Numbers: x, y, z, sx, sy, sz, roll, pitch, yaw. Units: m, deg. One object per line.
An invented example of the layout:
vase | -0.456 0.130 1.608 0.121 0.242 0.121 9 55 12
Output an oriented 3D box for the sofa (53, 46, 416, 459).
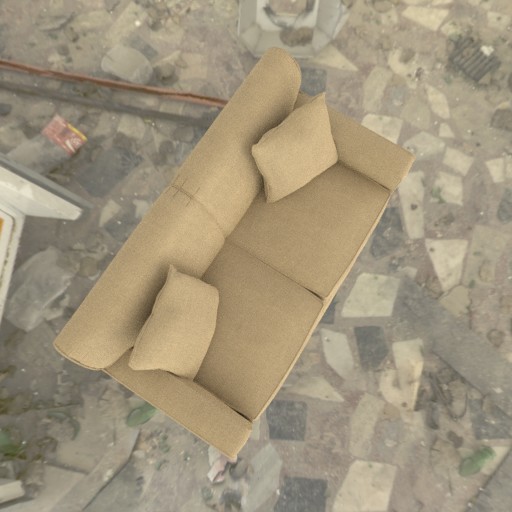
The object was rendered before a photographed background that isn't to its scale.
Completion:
sofa | 0.000 0.000 2.457 0.998 0.958 1.846 32 79 7
